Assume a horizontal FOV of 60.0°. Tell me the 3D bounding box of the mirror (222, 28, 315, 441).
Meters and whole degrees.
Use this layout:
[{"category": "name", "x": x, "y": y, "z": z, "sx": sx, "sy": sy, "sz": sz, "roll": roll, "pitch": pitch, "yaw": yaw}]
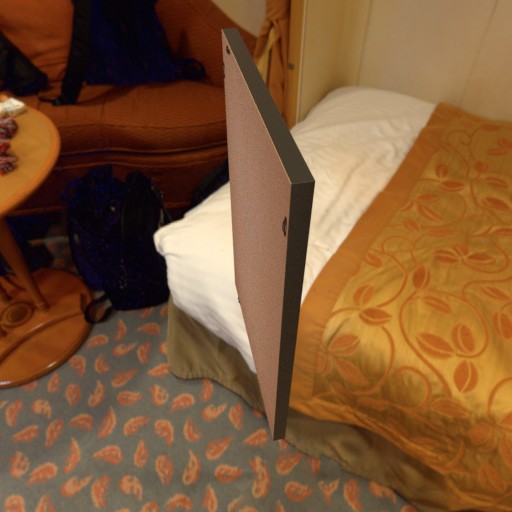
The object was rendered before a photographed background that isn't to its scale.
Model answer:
[{"category": "mirror", "x": 0.000, "y": 0.000, "z": 1.158, "sx": 0.040, "sy": 0.915, "sz": 0.609, "roll": -9, "pitch": 47, "yaw": -8}]
